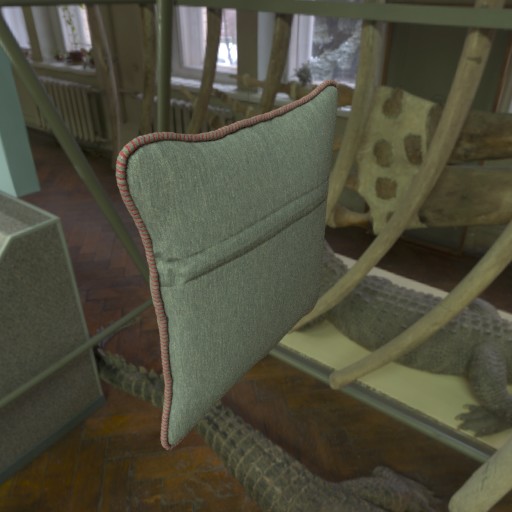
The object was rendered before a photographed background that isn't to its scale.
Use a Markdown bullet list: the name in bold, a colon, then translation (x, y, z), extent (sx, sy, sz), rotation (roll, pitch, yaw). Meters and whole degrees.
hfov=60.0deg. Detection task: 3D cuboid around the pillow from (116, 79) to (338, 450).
- **pillow**: translation (0.000, 0.000, 0.729), extent (0.124, 0.491, 0.482), rotation (21, 37, 30)
